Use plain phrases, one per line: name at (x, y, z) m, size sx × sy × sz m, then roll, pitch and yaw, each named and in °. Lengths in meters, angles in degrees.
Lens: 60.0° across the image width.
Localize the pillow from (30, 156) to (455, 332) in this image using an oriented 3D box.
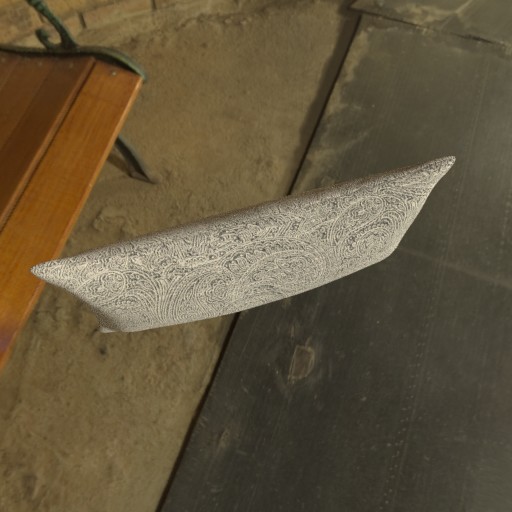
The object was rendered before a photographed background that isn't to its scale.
pillow at (0.000, 0.000, 0.744) m, size 0.615 × 0.295 × 0.151 m, roll -15°, pitch 65°, yaw -7°
